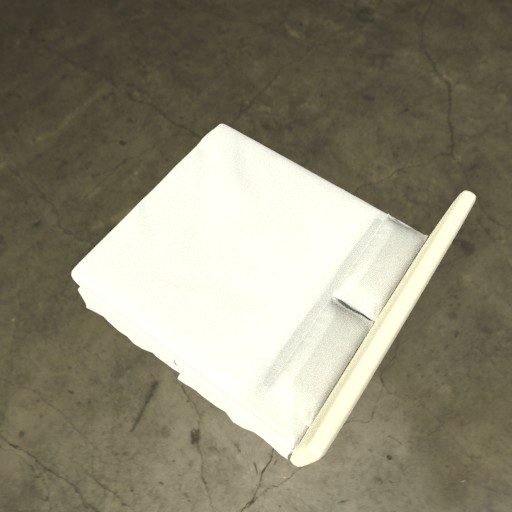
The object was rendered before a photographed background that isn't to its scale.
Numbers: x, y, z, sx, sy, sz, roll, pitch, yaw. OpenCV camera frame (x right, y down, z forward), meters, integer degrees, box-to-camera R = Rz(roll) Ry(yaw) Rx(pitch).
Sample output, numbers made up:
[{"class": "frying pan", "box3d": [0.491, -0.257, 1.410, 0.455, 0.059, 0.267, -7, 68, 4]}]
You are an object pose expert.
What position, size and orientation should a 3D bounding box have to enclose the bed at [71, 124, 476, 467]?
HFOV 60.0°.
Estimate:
[{"class": "bed", "box3d": [0.000, 0.000, 3.530, 2.341, 1.317, 2.119, 33, 67, 16]}]
